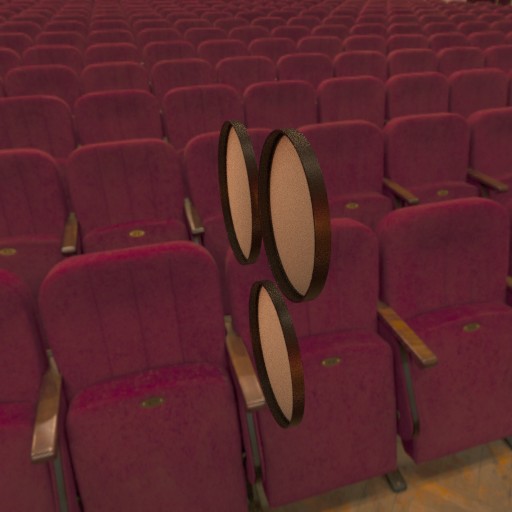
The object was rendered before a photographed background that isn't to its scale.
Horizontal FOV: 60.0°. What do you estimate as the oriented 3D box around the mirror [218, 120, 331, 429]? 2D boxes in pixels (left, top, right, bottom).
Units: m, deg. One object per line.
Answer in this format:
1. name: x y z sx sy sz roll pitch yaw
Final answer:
1. mirror: 0.000 0.000 3.187 0.076 2.096 2.160 -8 31 -14
